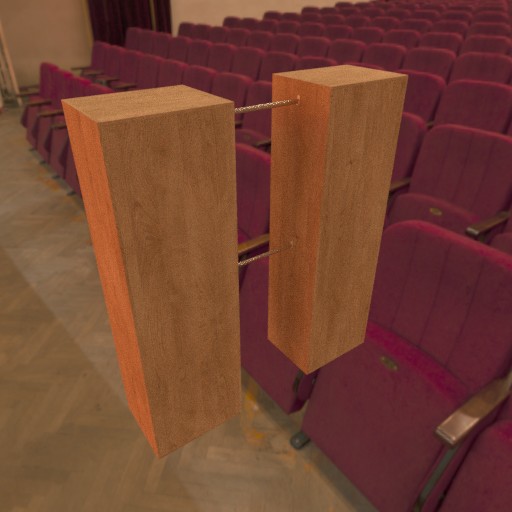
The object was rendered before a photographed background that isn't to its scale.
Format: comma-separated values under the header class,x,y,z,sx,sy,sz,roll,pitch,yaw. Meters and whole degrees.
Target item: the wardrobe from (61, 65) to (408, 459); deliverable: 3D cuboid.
class,x,y,z,sx,sy,sz,roll,pitch,yaw
wardrobe,0.000,0.000,2.746,1.770,2.000,0.480,-20,37,-30
